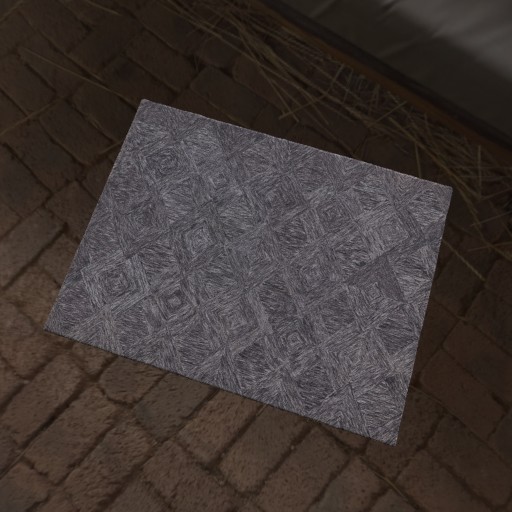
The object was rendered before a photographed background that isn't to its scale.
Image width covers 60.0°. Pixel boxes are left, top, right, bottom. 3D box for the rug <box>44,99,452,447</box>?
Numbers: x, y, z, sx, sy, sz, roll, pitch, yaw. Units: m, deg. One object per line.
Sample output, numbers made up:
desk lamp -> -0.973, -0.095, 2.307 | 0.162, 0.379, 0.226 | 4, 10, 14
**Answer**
rug -> 0.000, 0.000, 4.095 | 3.204, 0.017, 2.448 | 17, 76, 4
